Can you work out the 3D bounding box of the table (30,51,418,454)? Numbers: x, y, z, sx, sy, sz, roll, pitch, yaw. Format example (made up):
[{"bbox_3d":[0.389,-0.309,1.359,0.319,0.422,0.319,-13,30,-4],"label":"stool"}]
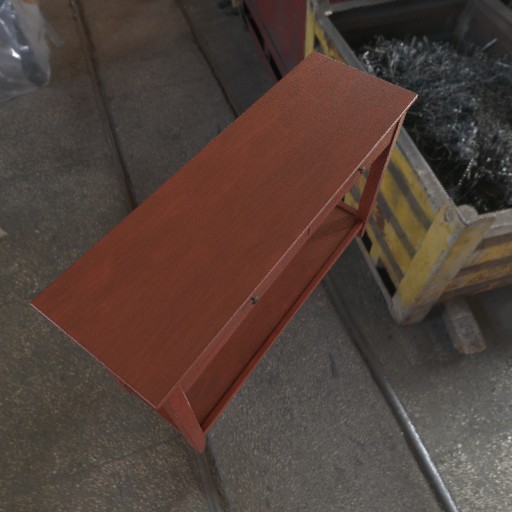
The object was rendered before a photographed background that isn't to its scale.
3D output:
[{"bbox_3d":[0.000,0.000,1.499,0.392,0.739,1.188,32,63,19],"label":"table"}]
